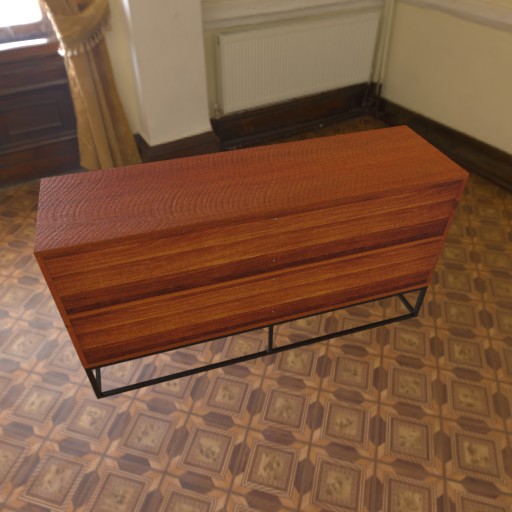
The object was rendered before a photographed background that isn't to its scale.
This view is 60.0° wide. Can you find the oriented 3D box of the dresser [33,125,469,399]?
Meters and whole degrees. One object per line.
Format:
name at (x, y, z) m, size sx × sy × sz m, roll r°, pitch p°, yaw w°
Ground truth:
dresser at (0.000, 0.000, 1.926) m, size 1.536 × 0.810 × 0.464 m, roll -12°, pitch 42°, yaw -13°
